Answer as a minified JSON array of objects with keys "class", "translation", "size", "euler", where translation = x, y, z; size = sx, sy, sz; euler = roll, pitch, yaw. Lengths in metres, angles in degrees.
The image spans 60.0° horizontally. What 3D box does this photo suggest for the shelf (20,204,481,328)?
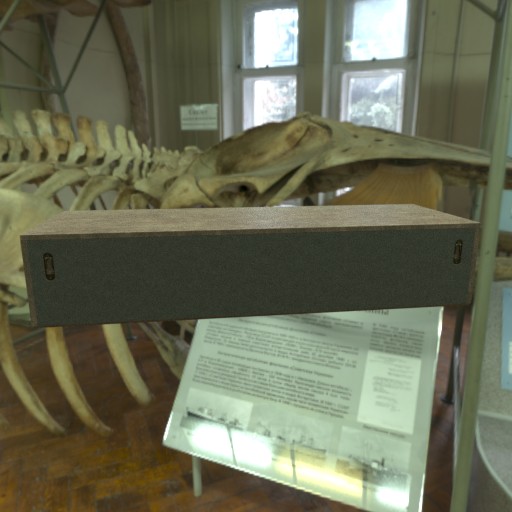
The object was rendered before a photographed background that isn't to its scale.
[{"class":"shelf","translation":[0.000,0.000,0.692],"size":[0.610,0.125,0.200],"euler":[-2,14,-8]}]
